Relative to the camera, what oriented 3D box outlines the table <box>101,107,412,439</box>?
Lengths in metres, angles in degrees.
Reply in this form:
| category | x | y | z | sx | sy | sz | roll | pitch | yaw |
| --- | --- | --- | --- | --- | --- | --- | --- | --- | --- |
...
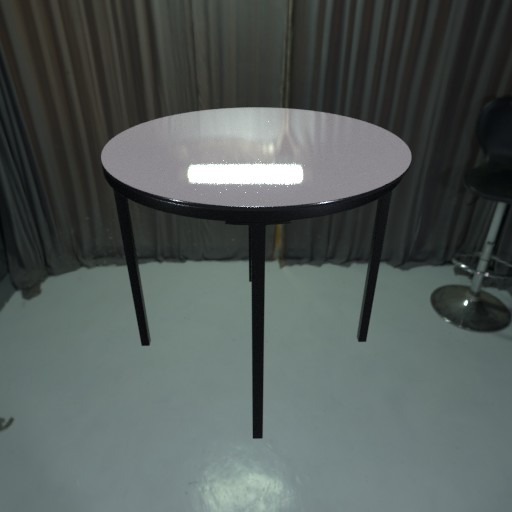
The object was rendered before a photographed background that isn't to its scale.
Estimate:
| category | x | y | z | sx | sy | sz | roll | pitch | yaw |
| --- | --- | --- | --- | --- | --- | --- | --- | --- | --- |
| table | 0.000 | 0.000 | 0.856 | 0.499 | 0.443 | 0.499 | 0 | 32 | 0 |
